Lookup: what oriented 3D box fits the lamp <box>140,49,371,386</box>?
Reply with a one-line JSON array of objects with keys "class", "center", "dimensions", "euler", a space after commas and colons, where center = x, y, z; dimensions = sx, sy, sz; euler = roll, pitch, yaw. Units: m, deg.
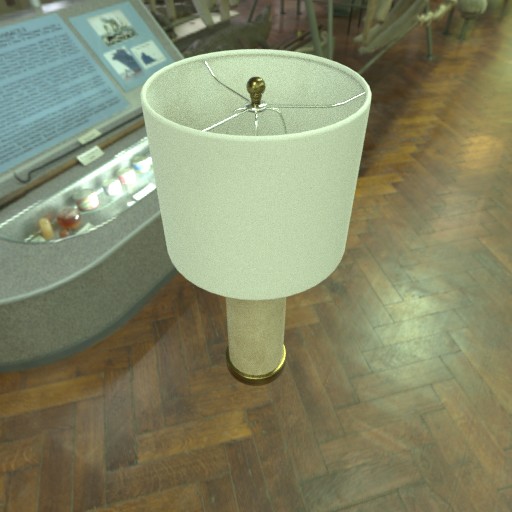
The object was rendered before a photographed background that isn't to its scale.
[{"class": "lamp", "center": [0.000, 0.000, 0.798], "dimensions": [0.305, 0.634, 0.305], "euler": [0, 42, 0]}]
